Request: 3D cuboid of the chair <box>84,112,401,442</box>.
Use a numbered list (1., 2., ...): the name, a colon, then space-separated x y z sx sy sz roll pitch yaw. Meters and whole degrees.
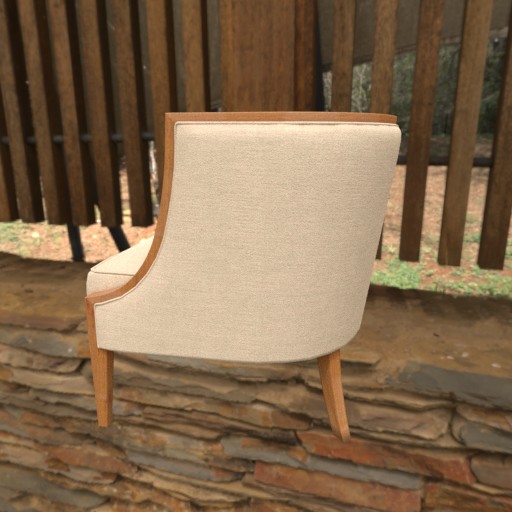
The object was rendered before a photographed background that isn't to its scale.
1. chair: 0.000 0.000 1.312 0.757 0.775 0.711 3 15 10
